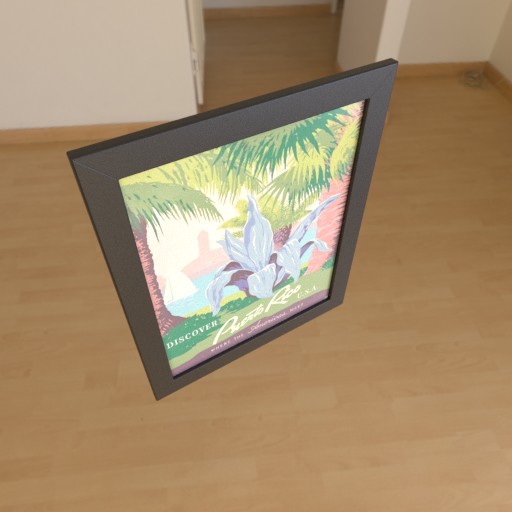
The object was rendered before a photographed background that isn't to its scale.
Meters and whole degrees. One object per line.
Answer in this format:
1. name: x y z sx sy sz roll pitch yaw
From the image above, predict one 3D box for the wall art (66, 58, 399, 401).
1. wall art: 0.000 0.000 0.780 0.481 0.582 0.018 -24 51 -21
